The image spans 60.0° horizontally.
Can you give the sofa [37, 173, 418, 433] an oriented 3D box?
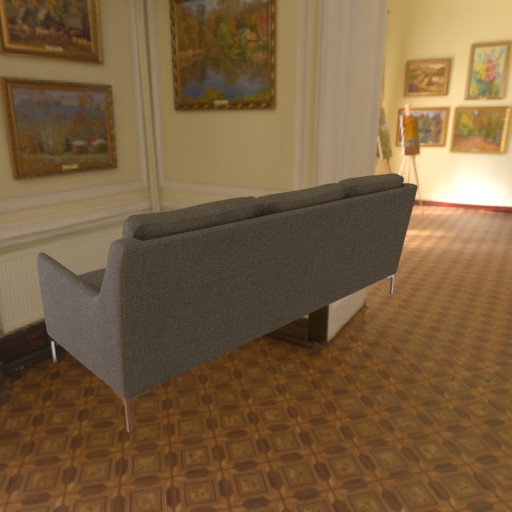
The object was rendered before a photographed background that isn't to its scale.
[{"bbox_3d":[0.000,0.000,2.467,0.849,0.837,2.060,16,23,43],"label":"sofa"}]
